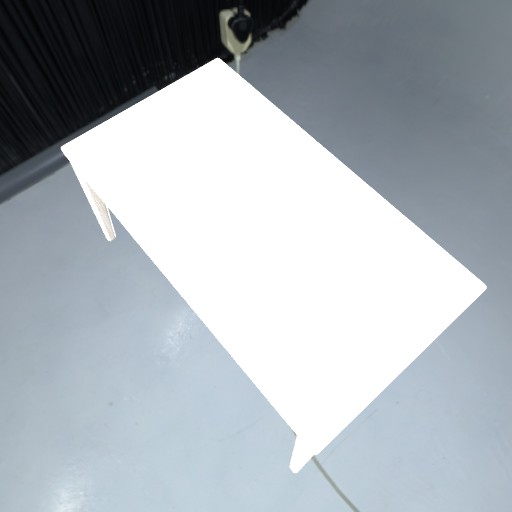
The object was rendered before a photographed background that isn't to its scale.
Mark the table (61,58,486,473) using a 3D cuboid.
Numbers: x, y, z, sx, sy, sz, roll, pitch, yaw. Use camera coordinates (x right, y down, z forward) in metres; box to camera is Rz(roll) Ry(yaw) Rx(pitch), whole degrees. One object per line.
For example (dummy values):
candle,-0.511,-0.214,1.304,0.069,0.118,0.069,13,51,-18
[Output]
table,0.000,0.000,2.046,0.900,0.760,1.600,-37,69,-17
